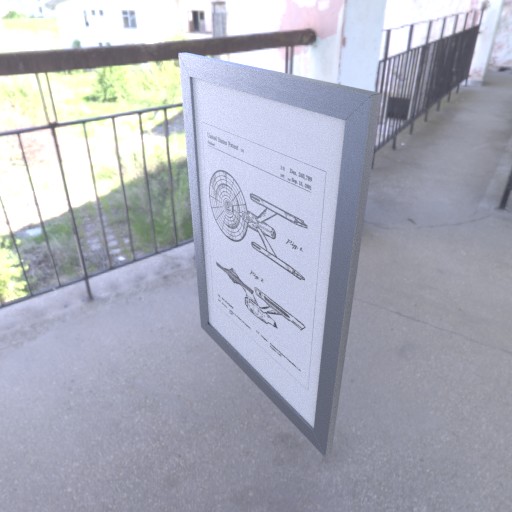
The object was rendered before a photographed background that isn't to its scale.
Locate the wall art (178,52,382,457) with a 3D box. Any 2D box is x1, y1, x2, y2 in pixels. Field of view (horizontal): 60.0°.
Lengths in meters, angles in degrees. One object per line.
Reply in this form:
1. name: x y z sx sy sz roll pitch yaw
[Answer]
1. wall art: 0.000 0.000 0.671 0.013 0.529 0.376 -21 37 -30
